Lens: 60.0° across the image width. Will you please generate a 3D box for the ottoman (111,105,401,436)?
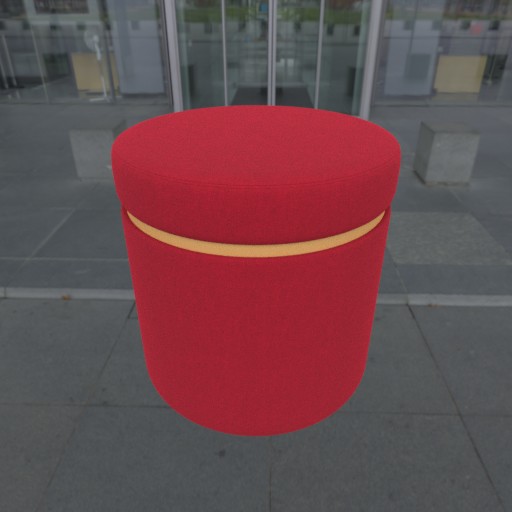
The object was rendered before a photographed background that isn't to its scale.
[{"bbox_3d":[0.000,0.000,0.724,0.400,0.406,0.400,0,30,0],"label":"ottoman"}]
